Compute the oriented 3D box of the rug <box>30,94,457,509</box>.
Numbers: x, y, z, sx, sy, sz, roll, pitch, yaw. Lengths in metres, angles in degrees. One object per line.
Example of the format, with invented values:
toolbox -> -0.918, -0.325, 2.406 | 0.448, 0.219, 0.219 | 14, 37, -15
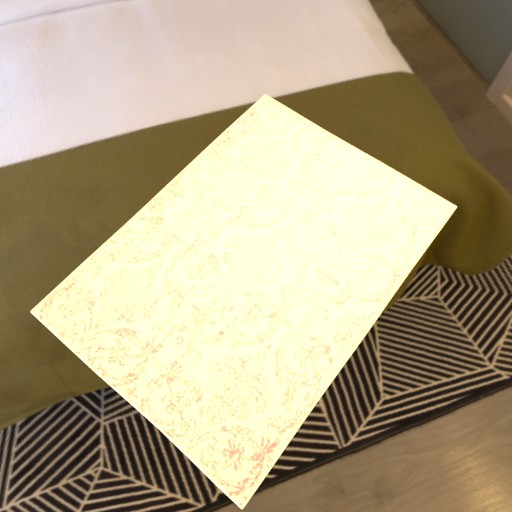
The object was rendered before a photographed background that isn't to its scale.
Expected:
rug -> 0.000, 0.000, 2.729 | 1.598, 0.014, 2.202 | 36, 69, 16
